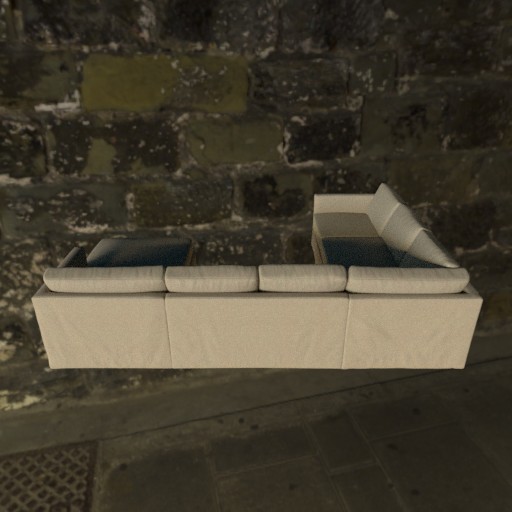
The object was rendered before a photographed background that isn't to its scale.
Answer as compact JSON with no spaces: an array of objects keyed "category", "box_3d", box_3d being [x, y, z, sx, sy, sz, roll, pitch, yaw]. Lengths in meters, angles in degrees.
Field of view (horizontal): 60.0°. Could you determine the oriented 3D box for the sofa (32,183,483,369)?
[{"category":"sofa","box_3d":[0.000,0.000,4.534,3.460,0.882,2.427,0,27,0]}]
